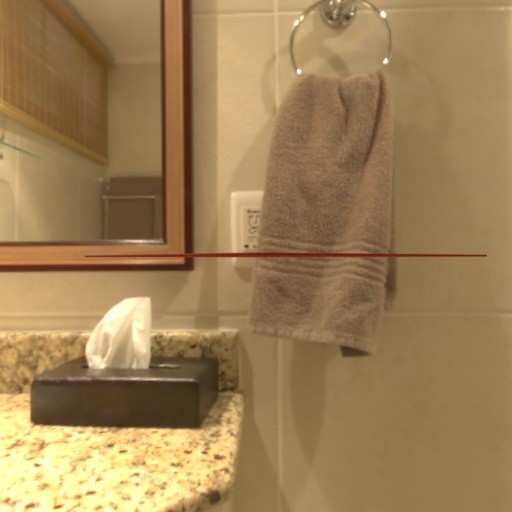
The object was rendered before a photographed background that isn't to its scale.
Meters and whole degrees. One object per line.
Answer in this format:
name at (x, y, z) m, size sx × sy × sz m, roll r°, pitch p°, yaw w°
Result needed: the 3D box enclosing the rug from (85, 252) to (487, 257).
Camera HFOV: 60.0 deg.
rug at (0.000, 0.000, 2.907) m, size 1.593 × 0.013 × 2.211 m, roll 0°, pitch 0°, yaw -36°
